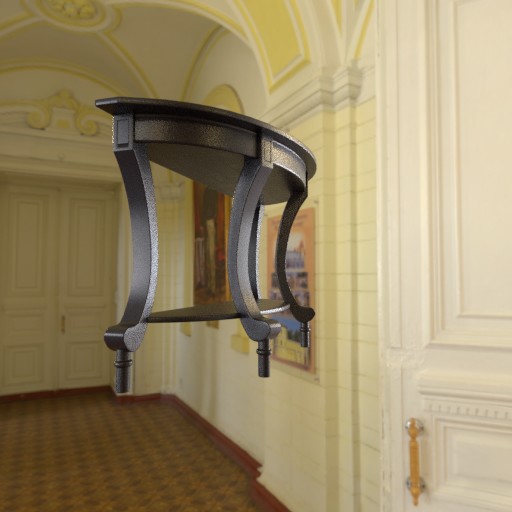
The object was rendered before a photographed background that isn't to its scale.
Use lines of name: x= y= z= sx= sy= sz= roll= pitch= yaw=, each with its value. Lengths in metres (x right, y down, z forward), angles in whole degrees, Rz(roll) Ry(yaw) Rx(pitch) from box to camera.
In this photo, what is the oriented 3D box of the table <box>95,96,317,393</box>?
table: x=0.000 y=0.000 z=1.527 sx=0.394 sy=0.692 sz=1.198 roll=-1 pitch=-3 yaw=18
